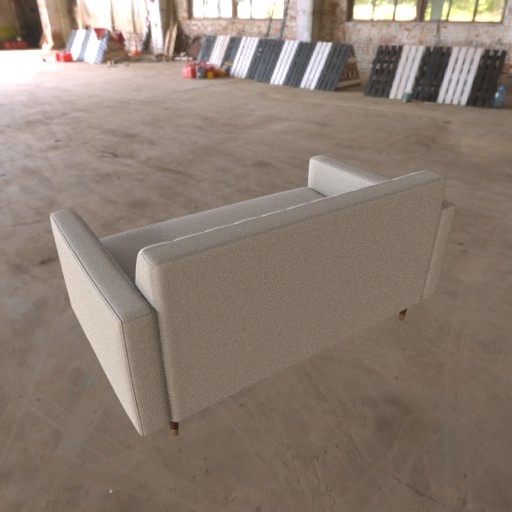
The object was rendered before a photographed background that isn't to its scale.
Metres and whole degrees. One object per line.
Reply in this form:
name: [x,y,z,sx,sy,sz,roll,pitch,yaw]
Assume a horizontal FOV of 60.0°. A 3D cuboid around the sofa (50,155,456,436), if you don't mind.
sofa: [0.000,0.000,2.087,1.585,0.801,0.950,-18,34,-29]
